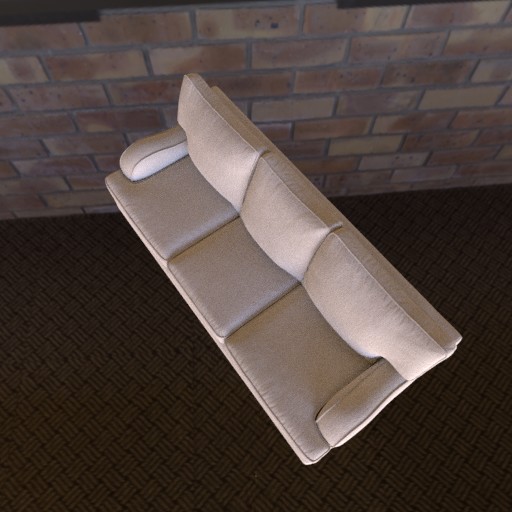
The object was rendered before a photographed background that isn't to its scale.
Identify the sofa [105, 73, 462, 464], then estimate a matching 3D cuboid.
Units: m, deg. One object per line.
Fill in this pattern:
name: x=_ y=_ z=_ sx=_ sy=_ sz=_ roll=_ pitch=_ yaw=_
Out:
sofa: x=0.000 y=0.000 z=2.833 sx=1.016 sy=0.991 sz=2.323 roll=-34 pitch=68 yaw=-15
